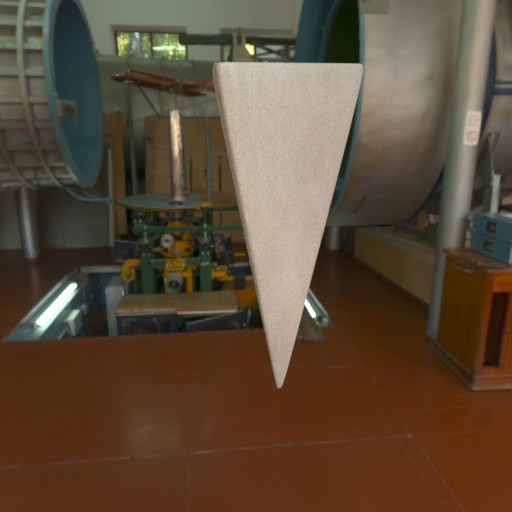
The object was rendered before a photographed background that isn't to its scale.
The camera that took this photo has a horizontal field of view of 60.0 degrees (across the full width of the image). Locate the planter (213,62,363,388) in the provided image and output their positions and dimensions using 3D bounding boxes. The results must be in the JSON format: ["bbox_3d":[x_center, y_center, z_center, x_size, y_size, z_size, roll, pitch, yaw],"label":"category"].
[{"bbox_3d":[0.000,0.000,0.275,0.101,0.224,0.081,8,17,27],"label":"planter"}]
